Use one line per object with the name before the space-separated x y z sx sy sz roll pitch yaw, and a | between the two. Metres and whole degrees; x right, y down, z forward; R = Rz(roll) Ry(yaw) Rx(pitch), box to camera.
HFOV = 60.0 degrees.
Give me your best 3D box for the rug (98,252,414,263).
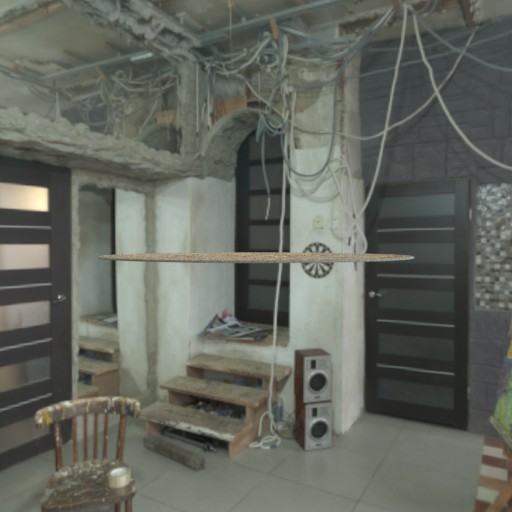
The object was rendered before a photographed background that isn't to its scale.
rug | 0.000 0.000 3.543 2.382 0.014 2.382 0 1 0
